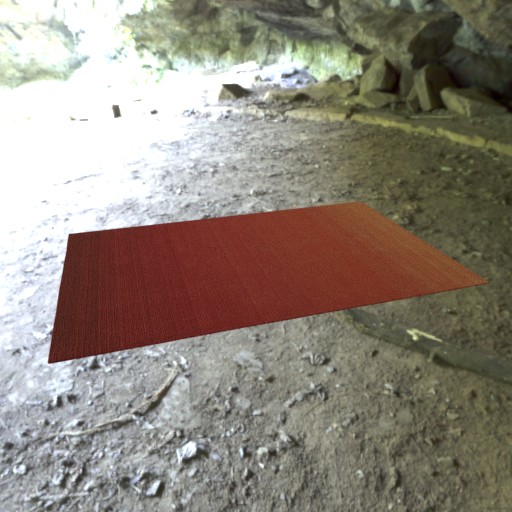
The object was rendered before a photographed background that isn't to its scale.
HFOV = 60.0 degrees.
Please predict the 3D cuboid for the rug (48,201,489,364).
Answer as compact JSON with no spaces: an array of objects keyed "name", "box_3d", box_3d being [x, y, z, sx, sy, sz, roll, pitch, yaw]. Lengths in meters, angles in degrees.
[{"name":"rug","box_3d":[0.000,0.000,2.966,2.442,0.010,1.531,-8,27,-16]}]
